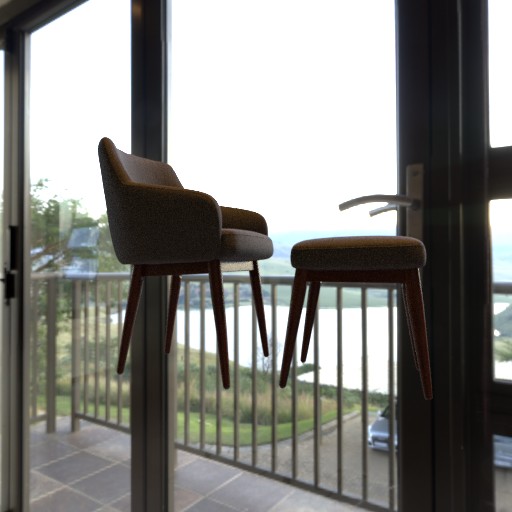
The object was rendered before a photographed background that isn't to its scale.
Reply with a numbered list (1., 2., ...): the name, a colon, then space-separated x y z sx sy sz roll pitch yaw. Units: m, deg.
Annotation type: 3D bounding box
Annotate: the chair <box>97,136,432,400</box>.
1. chair: 0.000 0.000 1.539 1.107 0.799 0.584 0 -1 16
